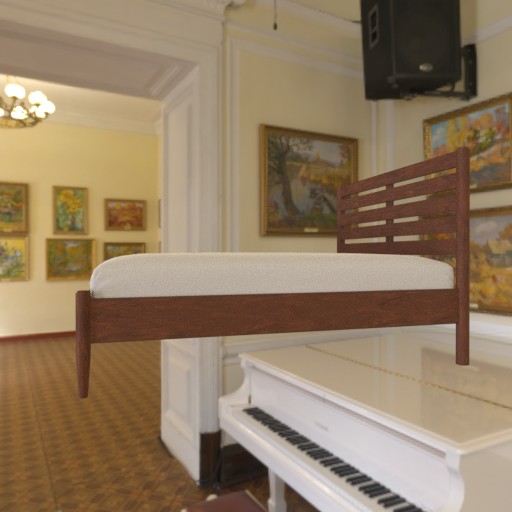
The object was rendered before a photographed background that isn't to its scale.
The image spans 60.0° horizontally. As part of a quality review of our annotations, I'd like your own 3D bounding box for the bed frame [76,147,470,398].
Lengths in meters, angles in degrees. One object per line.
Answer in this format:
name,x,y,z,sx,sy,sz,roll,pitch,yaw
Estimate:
bed frame,0.000,0.000,3.149,2.234,1.321,1.655,0,0,-17
